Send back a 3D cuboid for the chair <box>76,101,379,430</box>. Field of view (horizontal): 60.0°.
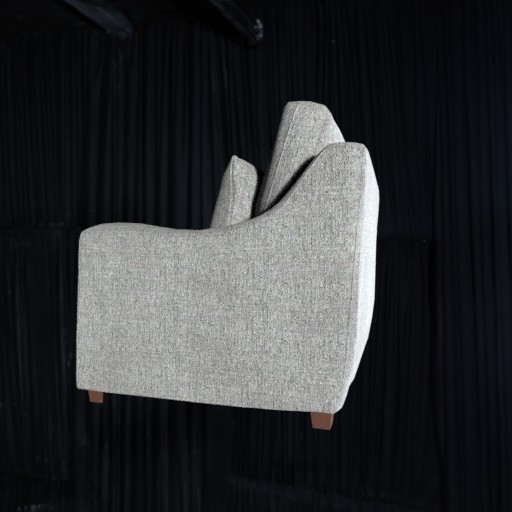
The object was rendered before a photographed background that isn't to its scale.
[{"bbox_3d":[0.000,0.000,1.941,1.009,1.037,1.138,0,0,17],"label":"chair"}]
